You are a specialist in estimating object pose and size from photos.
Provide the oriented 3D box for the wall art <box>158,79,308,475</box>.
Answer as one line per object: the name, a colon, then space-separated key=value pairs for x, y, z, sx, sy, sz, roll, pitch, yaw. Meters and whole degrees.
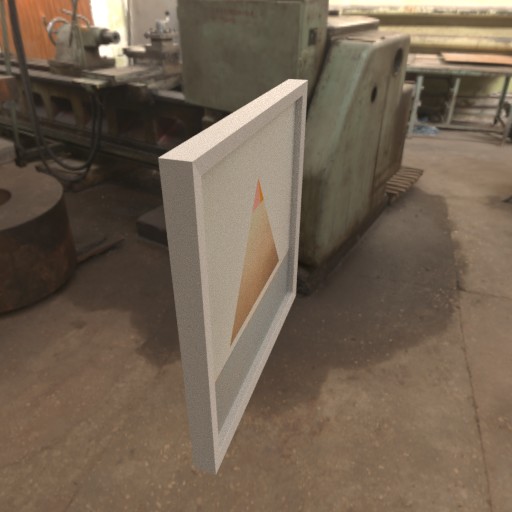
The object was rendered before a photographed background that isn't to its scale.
wall art: x=0.000 y=0.000 z=1.980 sx=0.098 sy=1.291 sz=1.289 roll=10 pitch=32 yaw=16
